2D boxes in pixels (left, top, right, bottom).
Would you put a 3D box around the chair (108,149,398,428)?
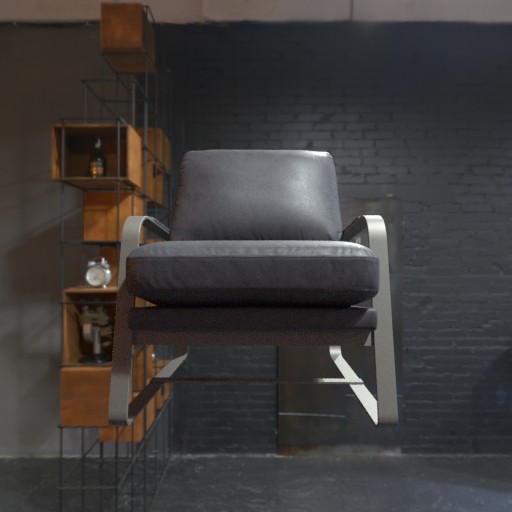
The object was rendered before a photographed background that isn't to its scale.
[{"bbox_3d":[0.000,0.000,1.454,0.692,0.839,0.878,0,-1,1],"label":"chair"}]
